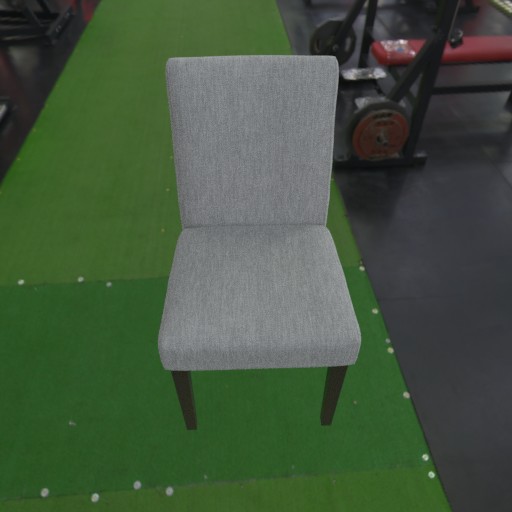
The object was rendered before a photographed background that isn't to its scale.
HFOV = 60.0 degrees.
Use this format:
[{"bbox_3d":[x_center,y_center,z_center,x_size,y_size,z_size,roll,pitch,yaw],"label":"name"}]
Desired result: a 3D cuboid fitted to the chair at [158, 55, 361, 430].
[{"bbox_3d":[0.000,0.000,1.242,0.487,0.884,0.629,-1,46,-1],"label":"chair"}]
